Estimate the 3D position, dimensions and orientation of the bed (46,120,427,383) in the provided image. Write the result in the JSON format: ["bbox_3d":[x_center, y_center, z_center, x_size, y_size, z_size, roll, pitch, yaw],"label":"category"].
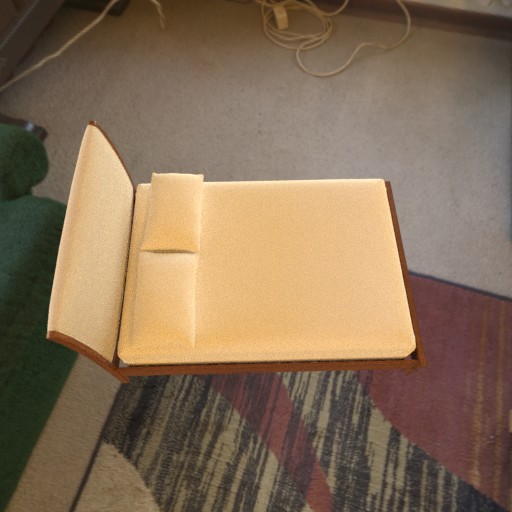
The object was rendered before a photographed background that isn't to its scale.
[{"bbox_3d":[0.000,0.000,3.306,2.380,1.250,1.612,-1,63,-1],"label":"bed"}]
